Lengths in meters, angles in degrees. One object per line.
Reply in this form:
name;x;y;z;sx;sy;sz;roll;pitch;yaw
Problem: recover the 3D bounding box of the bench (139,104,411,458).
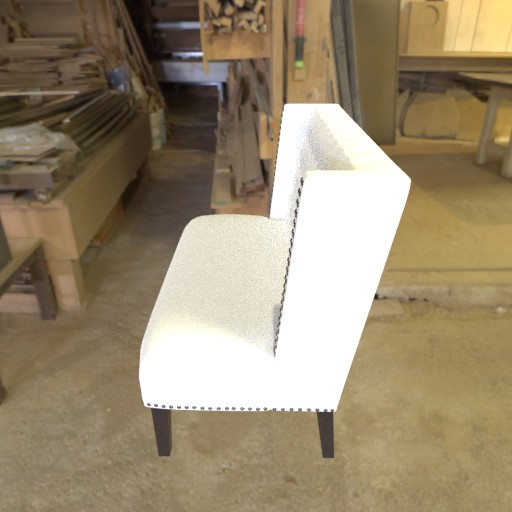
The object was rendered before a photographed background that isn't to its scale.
bench;0.000;0.000;1.991;0.847;1.123;1.280;0;27;1
